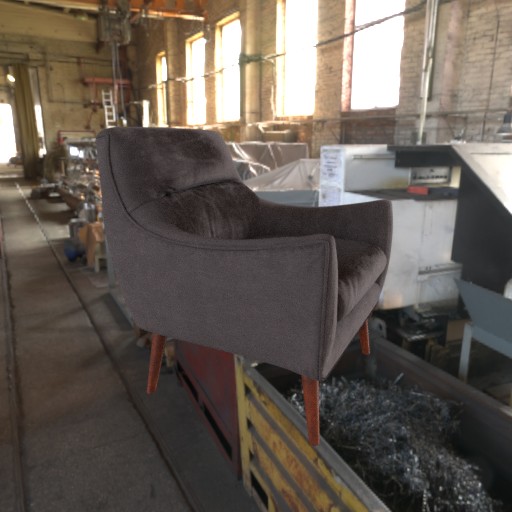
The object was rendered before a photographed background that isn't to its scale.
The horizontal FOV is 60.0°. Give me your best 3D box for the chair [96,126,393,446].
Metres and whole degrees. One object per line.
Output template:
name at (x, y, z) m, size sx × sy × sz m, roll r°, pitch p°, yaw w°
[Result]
chair at (0.000, 0.000, 1.494) m, size 0.787 × 0.838 × 0.762 m, roll 7°, pitch 16°, yaw 26°
